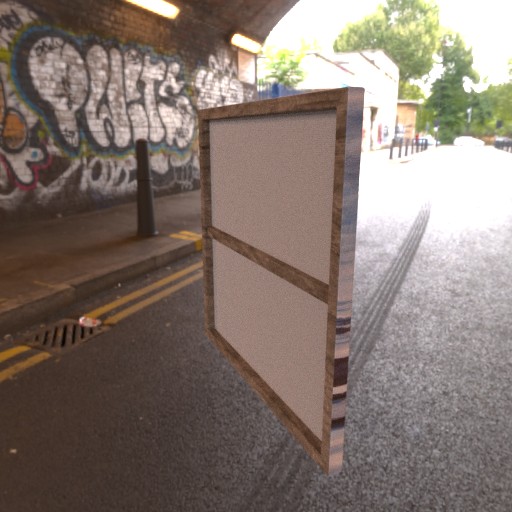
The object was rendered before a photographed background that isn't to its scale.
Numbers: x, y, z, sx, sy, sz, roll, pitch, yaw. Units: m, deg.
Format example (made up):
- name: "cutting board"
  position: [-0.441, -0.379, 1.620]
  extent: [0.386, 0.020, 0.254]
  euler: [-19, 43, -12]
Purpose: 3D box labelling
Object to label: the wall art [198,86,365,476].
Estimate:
- name: "wall art"
  position: [0.000, 0.000, 1.134]
  extent: [0.035, 0.747, 0.747]
  euler: [-7, 17, -25]
